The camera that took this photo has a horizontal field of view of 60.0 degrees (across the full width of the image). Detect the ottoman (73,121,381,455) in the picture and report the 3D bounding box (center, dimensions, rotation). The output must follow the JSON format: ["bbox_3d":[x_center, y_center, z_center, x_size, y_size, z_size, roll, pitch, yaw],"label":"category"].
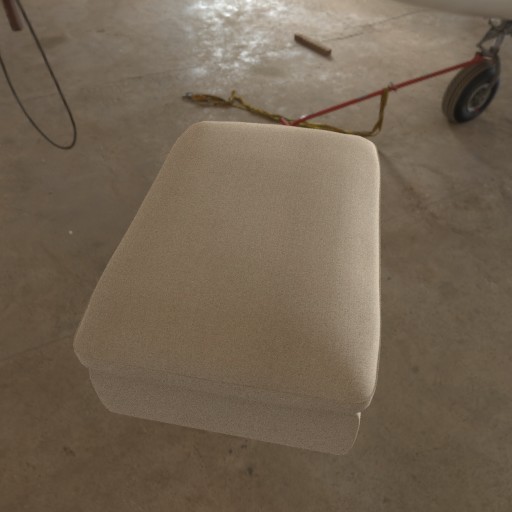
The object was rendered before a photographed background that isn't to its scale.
[{"bbox_3d":[0.000,0.000,1.345,0.686,0.453,0.984,8,48,7],"label":"ottoman"}]
